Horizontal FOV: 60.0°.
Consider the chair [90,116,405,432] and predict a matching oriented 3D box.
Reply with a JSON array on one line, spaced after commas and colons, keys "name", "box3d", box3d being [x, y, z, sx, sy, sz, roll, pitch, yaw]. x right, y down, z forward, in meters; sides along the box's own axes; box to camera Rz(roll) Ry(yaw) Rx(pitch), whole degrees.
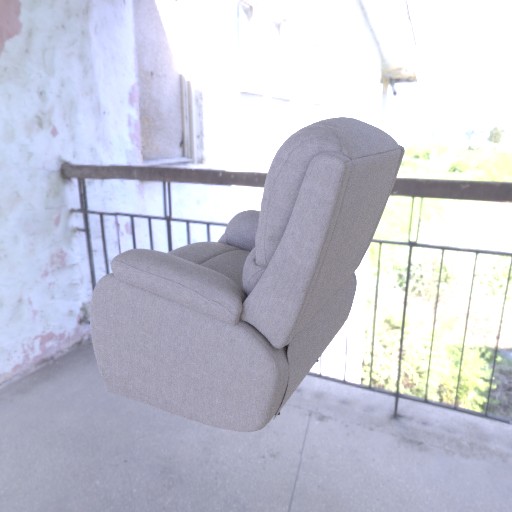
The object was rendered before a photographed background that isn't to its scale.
[{"name": "chair", "box3d": [0.000, 0.000, 1.695, 0.899, 1.011, 0.930, 8, 18, 26]}]
